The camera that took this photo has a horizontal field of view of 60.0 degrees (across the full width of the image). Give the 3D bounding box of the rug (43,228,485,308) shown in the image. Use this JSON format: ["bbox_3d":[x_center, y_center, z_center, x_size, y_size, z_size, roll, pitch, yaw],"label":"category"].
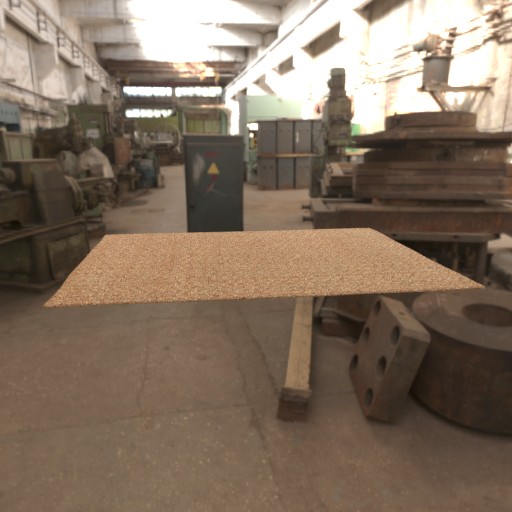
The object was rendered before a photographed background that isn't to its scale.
[{"bbox_3d":[0.000,0.000,2.829,2.141,0.013,1.566,-2,15,-8],"label":"rug"}]
